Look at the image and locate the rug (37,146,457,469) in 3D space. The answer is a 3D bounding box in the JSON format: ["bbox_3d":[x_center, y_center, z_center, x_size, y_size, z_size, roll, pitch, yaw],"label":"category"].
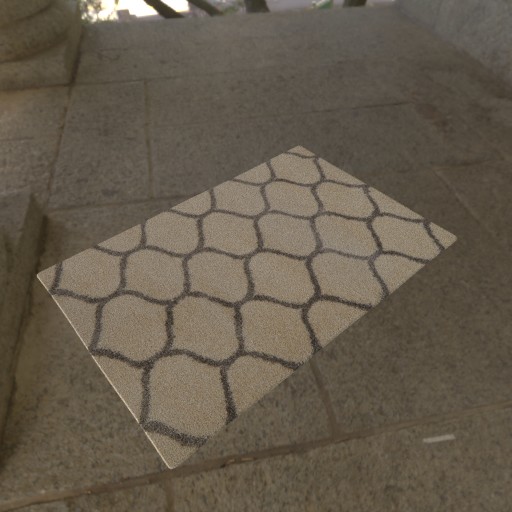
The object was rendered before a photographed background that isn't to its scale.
[{"bbox_3d":[0.000,0.000,3.385,2.701,0.026,1.801,-31,53,-27],"label":"rug"}]
